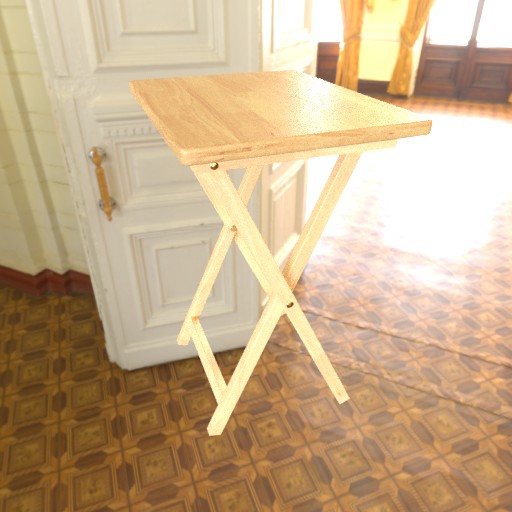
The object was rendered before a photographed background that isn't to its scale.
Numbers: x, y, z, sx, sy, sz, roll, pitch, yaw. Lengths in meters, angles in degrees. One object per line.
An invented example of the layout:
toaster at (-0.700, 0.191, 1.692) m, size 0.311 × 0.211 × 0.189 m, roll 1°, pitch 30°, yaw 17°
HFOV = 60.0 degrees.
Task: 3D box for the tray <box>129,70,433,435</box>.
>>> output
tray at (0.000, 0.000, 0.956) m, size 0.381 × 0.660 × 0.483 m, roll -11°, pitch 33°, yaw -18°
